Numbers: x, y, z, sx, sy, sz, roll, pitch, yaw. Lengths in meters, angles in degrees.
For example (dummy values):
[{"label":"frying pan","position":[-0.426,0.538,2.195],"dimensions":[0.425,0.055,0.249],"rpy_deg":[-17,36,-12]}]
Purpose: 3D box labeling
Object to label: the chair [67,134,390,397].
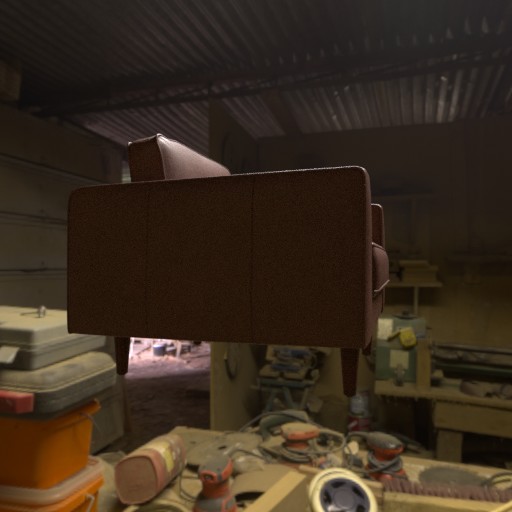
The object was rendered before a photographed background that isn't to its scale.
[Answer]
[{"label":"chair","position":[0.000,0.000,1.579],"dimensions":[0.900,0.770,0.920],"rpy_deg":[0,-1,19]}]
